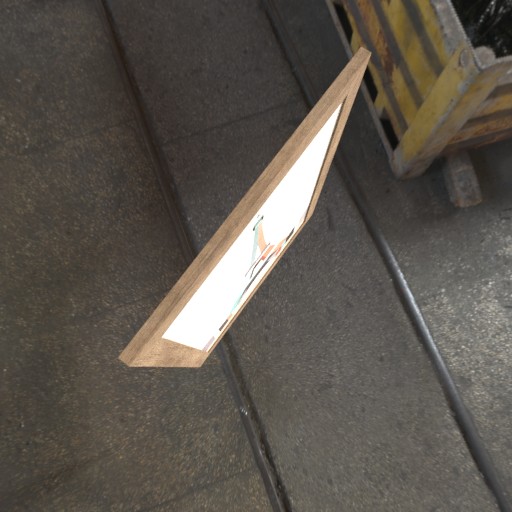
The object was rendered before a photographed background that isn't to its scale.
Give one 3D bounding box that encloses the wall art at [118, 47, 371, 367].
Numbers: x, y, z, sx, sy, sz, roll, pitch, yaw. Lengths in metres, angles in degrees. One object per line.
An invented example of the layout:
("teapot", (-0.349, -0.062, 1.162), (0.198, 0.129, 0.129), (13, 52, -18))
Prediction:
("wall art", (0.000, 0.000, 0.909), (0.018, 0.686, 0.534), (35, 78, 8))
